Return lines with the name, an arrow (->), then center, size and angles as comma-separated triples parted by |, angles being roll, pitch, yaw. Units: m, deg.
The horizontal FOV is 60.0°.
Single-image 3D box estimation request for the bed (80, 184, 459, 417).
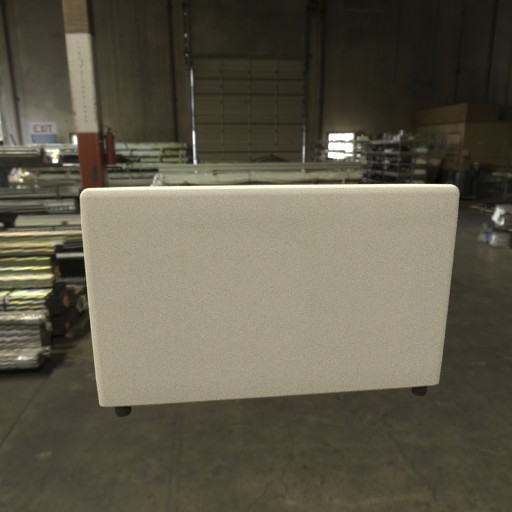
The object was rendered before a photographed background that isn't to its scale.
bed -> 0.000, 0.000, 3.587 | 2.119, 1.317, 2.341 | -2, 14, -7
